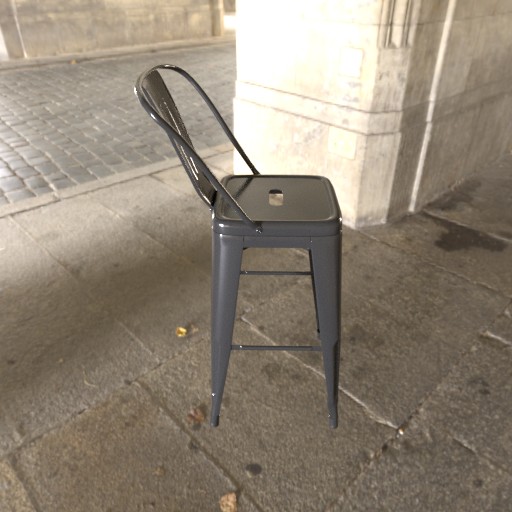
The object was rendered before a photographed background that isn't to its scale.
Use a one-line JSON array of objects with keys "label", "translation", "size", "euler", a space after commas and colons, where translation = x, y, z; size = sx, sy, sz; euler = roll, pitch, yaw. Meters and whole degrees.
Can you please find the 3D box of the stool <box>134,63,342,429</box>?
[{"label": "stool", "translation": [0.000, 0.000, 1.301], "size": [0.528, 1.022, 0.432], "euler": [1, 33, 1]}]
